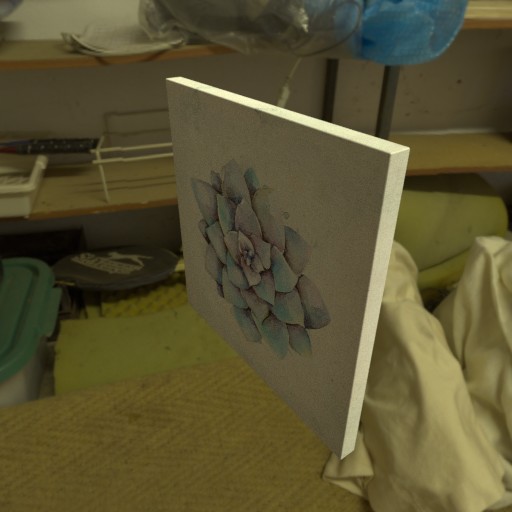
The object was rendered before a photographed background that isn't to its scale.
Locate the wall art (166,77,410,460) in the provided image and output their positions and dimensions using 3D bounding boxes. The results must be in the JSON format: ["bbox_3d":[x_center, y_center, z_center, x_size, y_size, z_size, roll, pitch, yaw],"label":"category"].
[{"bbox_3d":[0.000,0.000,0.919,0.040,0.612,0.612,-21,37,-30],"label":"wall art"}]
